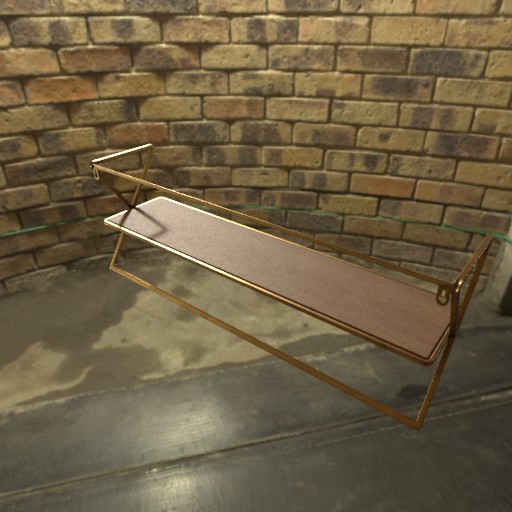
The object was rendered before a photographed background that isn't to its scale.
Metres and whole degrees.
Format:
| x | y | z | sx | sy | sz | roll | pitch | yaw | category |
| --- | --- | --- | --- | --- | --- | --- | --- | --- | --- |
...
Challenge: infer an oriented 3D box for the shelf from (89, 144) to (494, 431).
| x | y | z | sx | sy | sz | roll | pitch | yaw | category |
| --- | --- | --- | --- | --- | --- | --- | --- | --- | --- |
| 0.000 | 0.000 | 0.734 | 0.645 | 0.229 | 0.150 | 21 | 37 | 32 | shelf |
